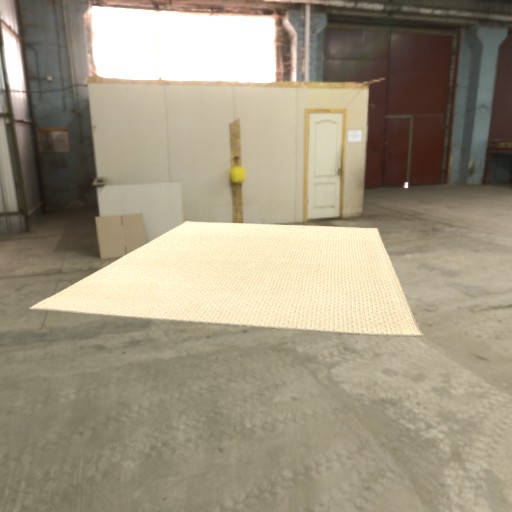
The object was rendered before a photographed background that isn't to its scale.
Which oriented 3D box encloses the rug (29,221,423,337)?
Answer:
[{"bbox_3d":[0.000,0.000,3.852,2.277,0.035,2.897,3,15,10],"label":"rug"}]
